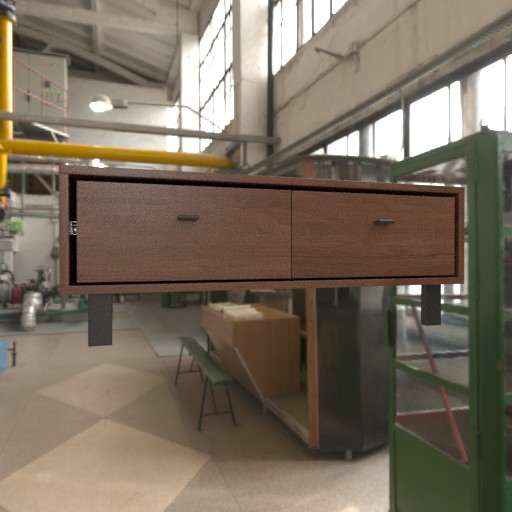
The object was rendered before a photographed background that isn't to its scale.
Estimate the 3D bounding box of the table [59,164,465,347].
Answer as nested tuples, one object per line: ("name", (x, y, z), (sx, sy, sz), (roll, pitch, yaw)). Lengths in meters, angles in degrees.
("table", (0.000, 0.000, 1.323), (1.020, 0.380, 0.600), (0, 1, -18))
